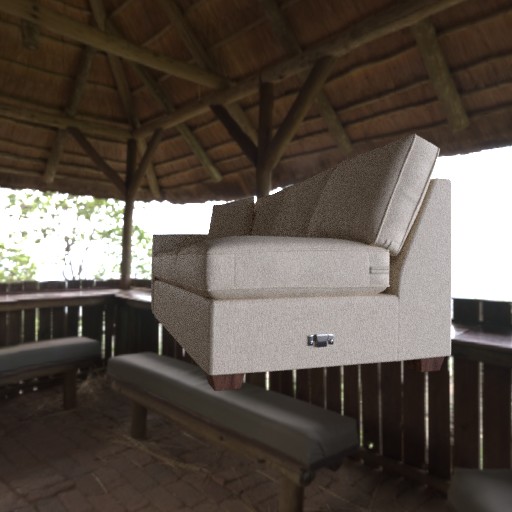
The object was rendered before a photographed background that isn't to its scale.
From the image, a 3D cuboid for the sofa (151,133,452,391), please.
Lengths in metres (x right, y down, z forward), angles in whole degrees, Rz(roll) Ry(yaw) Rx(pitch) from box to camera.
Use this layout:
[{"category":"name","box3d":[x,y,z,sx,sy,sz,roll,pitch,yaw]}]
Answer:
[{"category":"sofa","box3d":[0.000,0.000,2.522,1.034,0.946,1.962,0,-1,-19]}]
